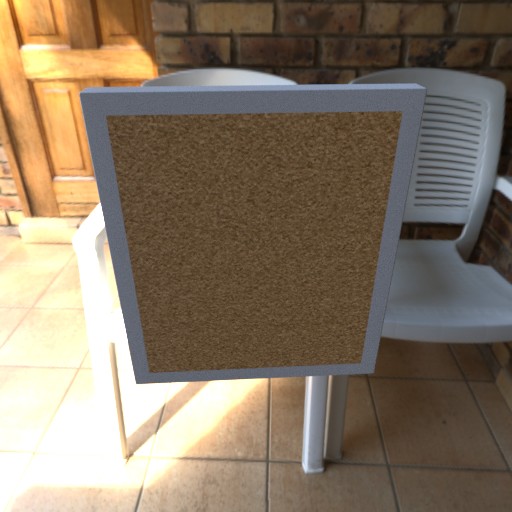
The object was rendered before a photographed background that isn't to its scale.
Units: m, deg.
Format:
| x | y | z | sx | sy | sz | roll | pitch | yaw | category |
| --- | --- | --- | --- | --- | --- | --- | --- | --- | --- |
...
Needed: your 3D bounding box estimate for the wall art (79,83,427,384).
| x | y | z | sx | sy | sz | roll | pitch | yaw | category |
| --- | --- | --- | --- | --- | --- | --- | --- | --- | --- |
| 0.000 | 0.000 | 0.528 | 0.331 | 0.381 | 0.028 | -2 | 31 | -3 | wall art |
